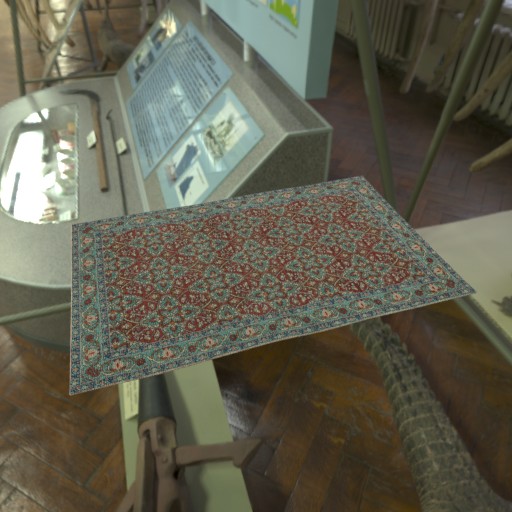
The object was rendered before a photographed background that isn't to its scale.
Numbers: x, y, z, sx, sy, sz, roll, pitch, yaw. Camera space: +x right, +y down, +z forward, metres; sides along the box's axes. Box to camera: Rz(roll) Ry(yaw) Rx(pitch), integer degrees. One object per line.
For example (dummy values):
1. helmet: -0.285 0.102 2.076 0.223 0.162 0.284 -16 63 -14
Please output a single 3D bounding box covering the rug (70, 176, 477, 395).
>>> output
1. rug: 0.000 0.000 3.061 2.439 0.011 1.533 -11 41 -13
